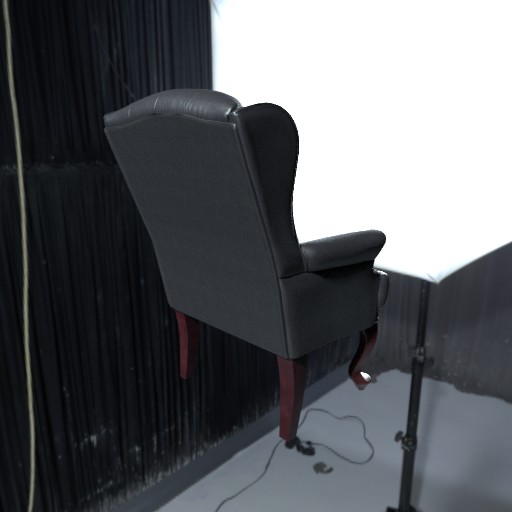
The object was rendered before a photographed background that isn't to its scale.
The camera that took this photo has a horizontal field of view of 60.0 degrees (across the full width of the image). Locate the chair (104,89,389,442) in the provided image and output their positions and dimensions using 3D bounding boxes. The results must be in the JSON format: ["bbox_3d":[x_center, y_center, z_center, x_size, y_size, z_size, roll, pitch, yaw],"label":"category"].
[{"bbox_3d":[0.000,0.000,1.668,0.831,1.133,0.822,14,20,43],"label":"chair"}]
